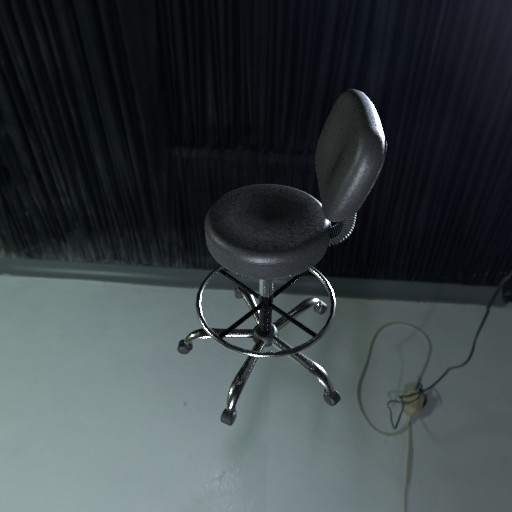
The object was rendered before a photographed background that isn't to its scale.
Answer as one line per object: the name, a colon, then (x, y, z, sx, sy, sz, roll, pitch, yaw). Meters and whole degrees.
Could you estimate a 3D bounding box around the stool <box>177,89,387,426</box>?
stool: (0.000, 0.000, 1.526, 0.658, 1.069, 0.694, 0, 41, 1)
